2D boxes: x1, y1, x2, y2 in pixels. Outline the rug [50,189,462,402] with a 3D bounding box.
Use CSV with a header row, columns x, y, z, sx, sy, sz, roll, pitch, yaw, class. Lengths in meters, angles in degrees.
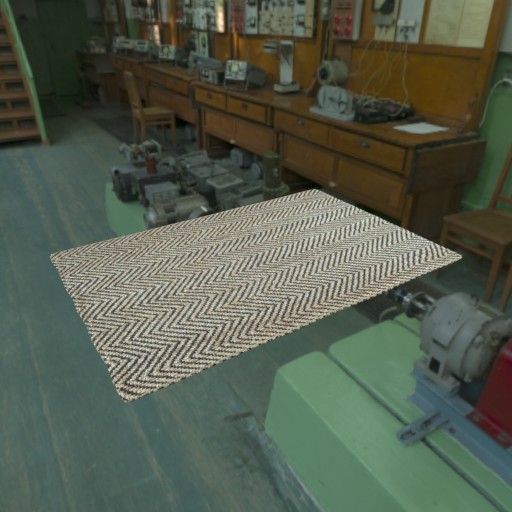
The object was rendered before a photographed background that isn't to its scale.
x,y,z,sx,sy,sz,roll,pitch,yaw,class
0.000,0.000,2.339,1.828,0.008,1.219,-17,33,-29,rug
